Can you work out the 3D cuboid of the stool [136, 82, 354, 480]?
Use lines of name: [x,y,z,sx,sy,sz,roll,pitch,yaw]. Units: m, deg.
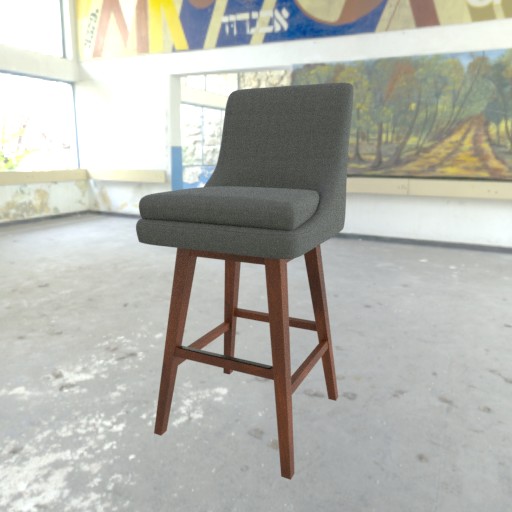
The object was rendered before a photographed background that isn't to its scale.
stool: [0.000,0.000,1.272,0.447,0.977,0.524,6,15,25]
